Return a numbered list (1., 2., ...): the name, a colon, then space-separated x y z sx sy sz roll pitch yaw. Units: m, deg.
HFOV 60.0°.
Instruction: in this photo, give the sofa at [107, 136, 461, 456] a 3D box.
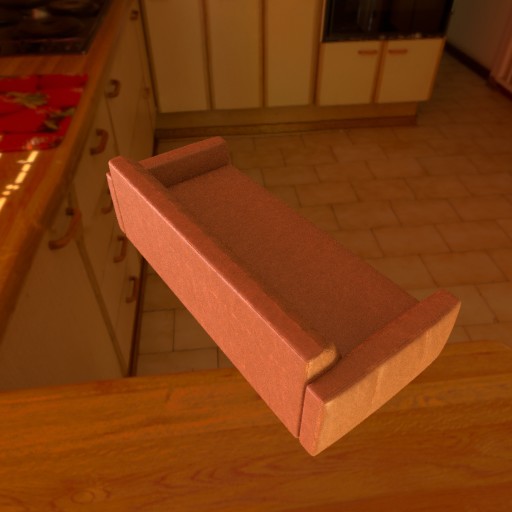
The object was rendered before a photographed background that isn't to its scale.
1. sofa: 0.000 0.000 2.824 0.990 0.821 2.291 -26 48 -27
